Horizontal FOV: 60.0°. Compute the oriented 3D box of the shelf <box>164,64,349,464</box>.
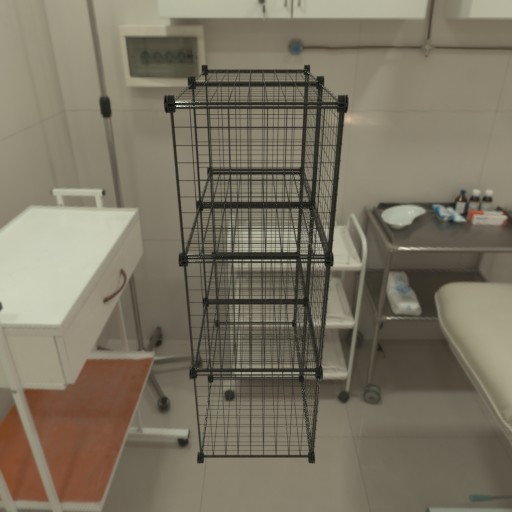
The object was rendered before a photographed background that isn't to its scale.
[{"bbox_3d":[0.000,0.000,1.409,0.356,1.067,0.711,0,28,0],"label":"shelf"}]
